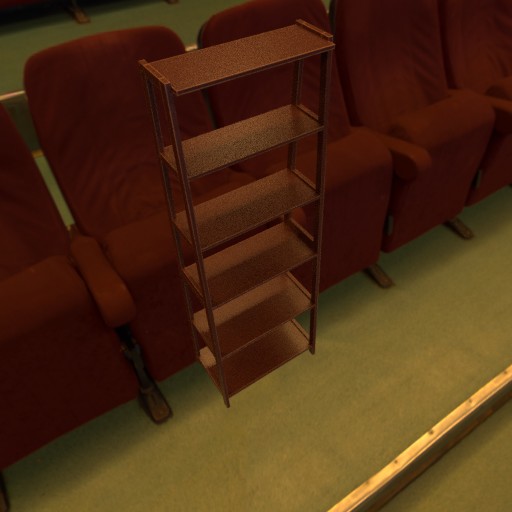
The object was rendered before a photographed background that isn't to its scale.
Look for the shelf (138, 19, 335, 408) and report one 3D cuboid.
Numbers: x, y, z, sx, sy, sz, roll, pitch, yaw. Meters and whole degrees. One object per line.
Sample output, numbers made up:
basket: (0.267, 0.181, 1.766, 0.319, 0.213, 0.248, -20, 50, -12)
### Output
shelf: (0.000, 0.000, 2.134, 0.660, 1.892, 0.381, -26, 52, -22)
